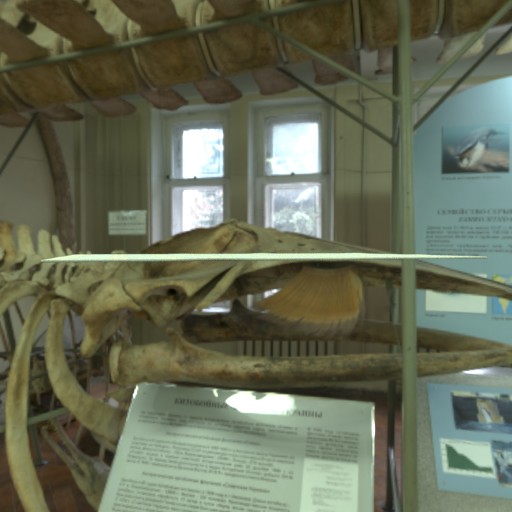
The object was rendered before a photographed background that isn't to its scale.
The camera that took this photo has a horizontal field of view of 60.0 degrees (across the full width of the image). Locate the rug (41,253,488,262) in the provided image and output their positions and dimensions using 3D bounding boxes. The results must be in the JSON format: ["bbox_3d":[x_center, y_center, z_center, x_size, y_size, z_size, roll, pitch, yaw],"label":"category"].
[{"bbox_3d":[0.000,0.000,3.041,2.460,0.016,1.545,0,1,-17],"label":"rug"}]
